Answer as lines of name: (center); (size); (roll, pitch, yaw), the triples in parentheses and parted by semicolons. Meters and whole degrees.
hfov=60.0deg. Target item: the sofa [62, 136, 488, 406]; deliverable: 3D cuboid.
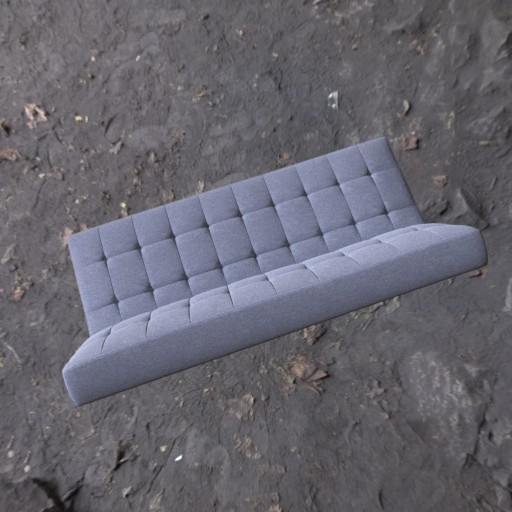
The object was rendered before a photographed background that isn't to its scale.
sofa: (0.000, 0.000, 2.208); (1.800, 0.810, 0.860); (-18, 77, -4)
